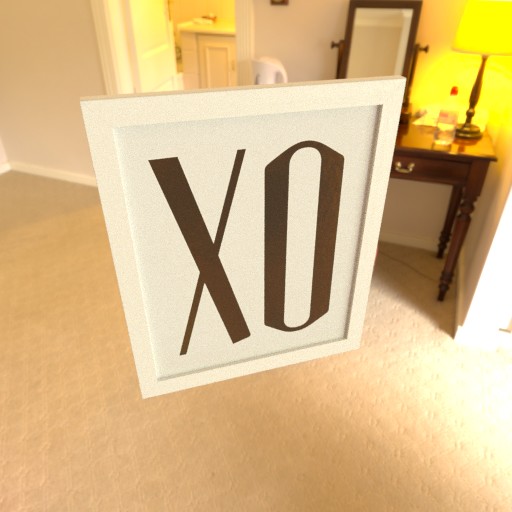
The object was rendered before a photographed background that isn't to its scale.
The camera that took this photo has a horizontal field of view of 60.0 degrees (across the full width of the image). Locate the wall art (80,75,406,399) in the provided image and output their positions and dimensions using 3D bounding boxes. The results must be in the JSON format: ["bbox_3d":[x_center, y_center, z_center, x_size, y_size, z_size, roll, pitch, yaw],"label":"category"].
[{"bbox_3d":[0.000,0.000,0.734,0.444,0.536,0.020,-9,34,-14],"label":"wall art"}]
